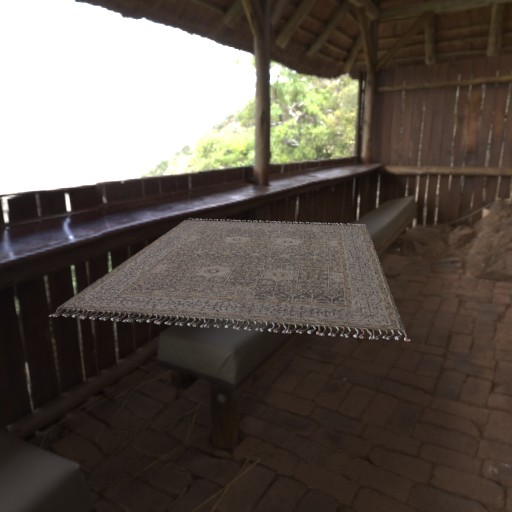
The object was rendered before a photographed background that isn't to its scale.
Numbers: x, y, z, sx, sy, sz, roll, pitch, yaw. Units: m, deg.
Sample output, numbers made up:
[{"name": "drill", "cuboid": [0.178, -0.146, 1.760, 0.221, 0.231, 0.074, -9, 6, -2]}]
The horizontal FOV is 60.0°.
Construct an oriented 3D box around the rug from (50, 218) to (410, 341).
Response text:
[{"name": "rug", "cuboid": [0.000, 0.000, 4.449, 2.431, 0.017, 3.291, 3, 17, 8]}]
